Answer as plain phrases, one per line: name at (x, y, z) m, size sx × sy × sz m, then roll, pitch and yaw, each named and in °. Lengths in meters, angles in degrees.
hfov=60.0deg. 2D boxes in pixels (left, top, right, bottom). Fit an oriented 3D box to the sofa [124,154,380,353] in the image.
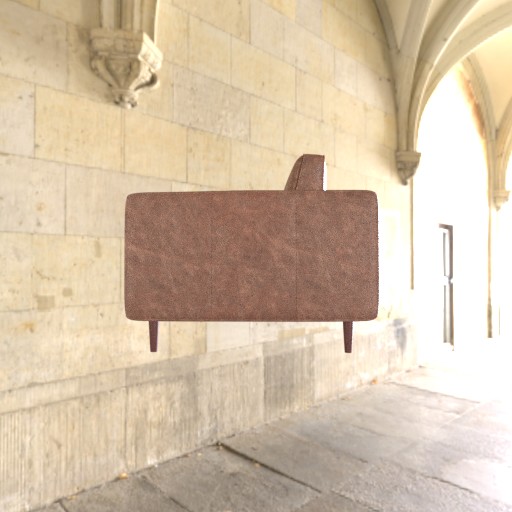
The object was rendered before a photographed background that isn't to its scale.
sofa at (0.000, 0.000, 2.622) m, size 0.914 × 0.762 × 2.210 m, roll 0°, pitch -1°, yaw 1°
